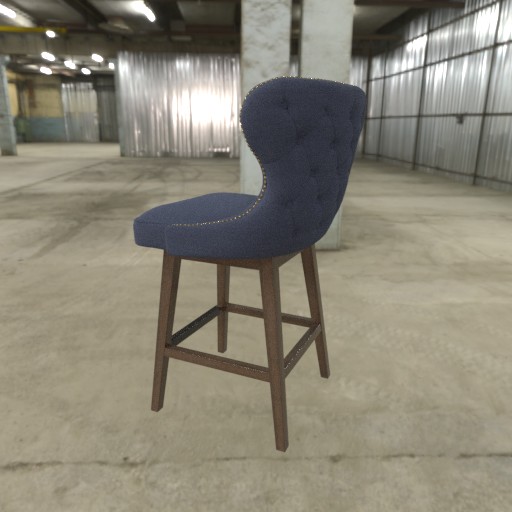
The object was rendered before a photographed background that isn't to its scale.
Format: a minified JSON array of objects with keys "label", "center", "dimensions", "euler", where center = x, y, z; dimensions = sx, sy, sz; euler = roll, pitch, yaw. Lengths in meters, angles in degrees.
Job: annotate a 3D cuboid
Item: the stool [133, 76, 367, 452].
[{"label":"stool","center":[0.000,0.000,1.370],"dimensions":[0.597,0.972,0.615],"euler":[7,17,24]}]
